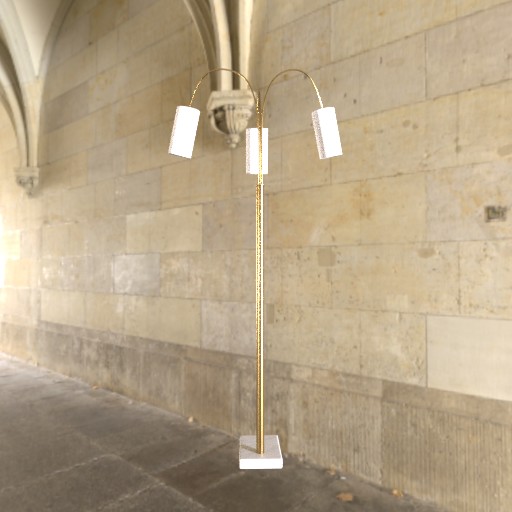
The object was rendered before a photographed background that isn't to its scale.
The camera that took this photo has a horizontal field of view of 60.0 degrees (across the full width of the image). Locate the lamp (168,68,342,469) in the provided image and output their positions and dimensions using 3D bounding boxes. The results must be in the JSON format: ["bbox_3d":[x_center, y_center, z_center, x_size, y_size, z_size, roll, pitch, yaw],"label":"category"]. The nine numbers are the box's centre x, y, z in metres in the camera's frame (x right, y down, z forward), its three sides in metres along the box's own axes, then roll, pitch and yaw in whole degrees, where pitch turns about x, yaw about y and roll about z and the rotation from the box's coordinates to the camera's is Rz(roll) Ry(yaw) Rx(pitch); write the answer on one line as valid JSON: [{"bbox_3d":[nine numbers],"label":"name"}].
[{"bbox_3d":[0.000,0.000,2.484,1.020,2.055,0.667,0,-2,-2],"label":"lamp"}]
